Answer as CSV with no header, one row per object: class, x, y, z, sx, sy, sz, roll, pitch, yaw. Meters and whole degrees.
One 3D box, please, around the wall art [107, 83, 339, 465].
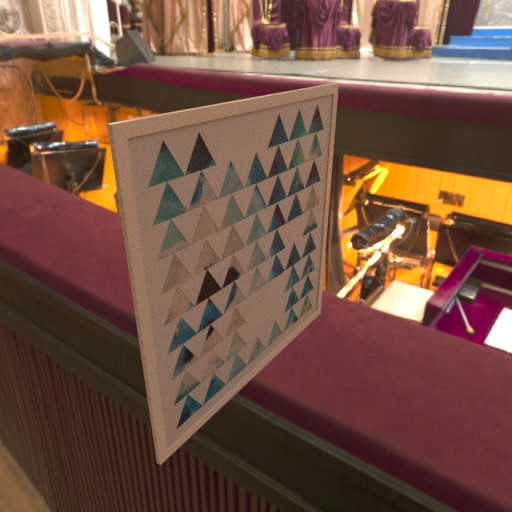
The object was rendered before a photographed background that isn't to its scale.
wall art,0.000,0.000,1.194,0.012,0.809,0.809,18,32,32
